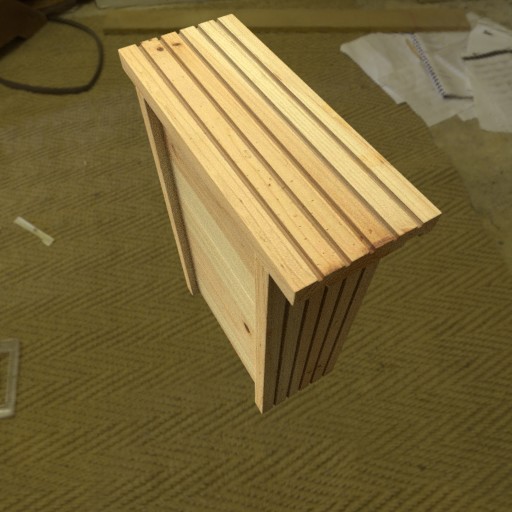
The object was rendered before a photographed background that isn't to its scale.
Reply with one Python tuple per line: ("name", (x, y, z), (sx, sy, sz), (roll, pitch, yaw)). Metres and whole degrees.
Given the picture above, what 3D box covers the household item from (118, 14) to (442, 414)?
("household item", (0.000, 0.000, 0.531), (0.123, 0.407, 0.301), (-26, 61, -16))
